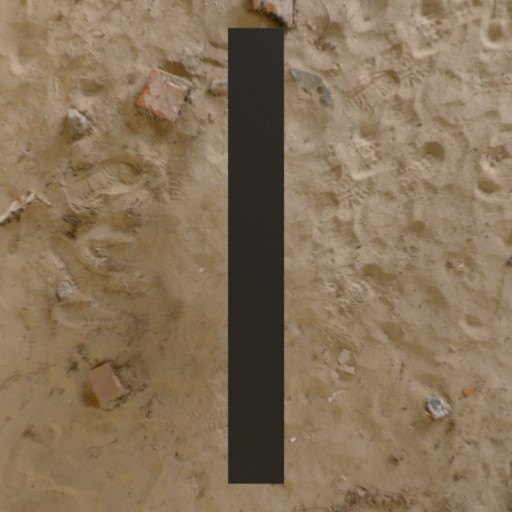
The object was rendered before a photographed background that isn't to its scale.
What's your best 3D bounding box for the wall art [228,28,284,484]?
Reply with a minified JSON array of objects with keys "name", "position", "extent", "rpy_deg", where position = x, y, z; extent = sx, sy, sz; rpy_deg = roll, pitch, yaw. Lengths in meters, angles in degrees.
[{"name":"wall art","position":[0.000,0.000,0.446],"extent":[0.038,0.304,0.304],"rpy_deg":[0,90,0]}]
